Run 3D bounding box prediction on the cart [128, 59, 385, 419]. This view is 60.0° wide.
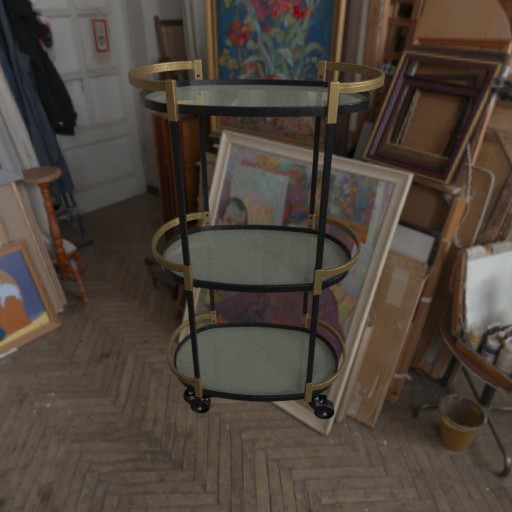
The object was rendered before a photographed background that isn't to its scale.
[{"bbox_3d":[0.000,0.000,1.129,0.515,0.885,0.311,2,31,3],"label":"cart"}]
